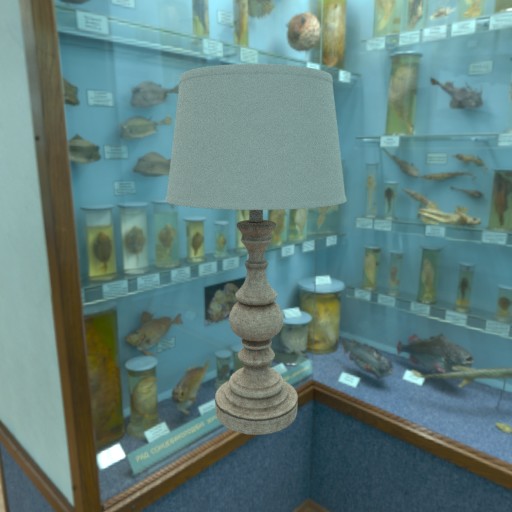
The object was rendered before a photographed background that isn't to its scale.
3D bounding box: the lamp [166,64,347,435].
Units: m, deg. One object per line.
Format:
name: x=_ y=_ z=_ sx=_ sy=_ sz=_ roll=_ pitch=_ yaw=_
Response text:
lamp: x=0.000 y=0.000 z=0.874 sx=0.340 sy=0.678 sz=0.340 roll=0 pitch=13 yaw=0
